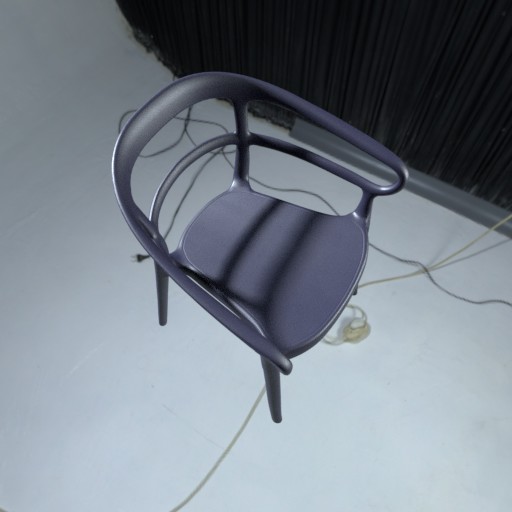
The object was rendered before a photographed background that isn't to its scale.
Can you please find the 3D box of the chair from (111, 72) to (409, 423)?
[{"bbox_3d":[0.000,0.000,1.154,0.527,0.761,0.559,29,64,16],"label":"chair"}]
